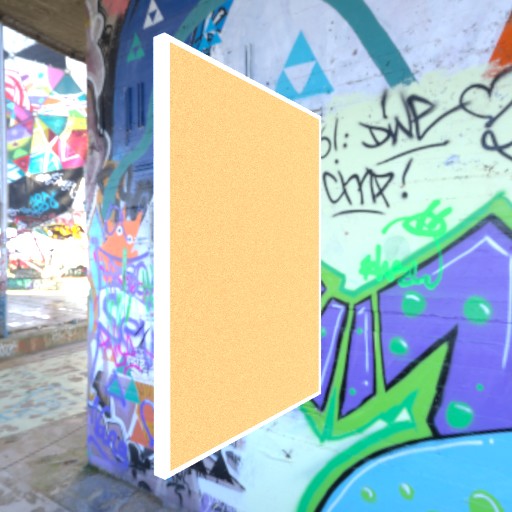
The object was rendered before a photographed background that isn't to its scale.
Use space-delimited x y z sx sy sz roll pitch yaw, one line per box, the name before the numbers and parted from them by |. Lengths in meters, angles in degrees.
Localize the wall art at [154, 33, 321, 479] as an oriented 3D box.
wall art | 0.000 0.000 1.592 0.046 1.221 0.914 0 0 36
